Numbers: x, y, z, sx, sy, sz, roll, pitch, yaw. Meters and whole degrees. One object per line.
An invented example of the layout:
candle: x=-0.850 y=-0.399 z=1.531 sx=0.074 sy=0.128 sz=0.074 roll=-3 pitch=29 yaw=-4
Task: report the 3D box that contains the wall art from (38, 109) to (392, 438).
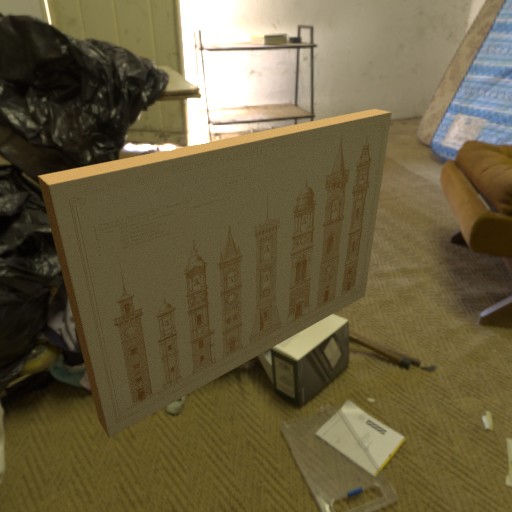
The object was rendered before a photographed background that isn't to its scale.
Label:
wall art: x=0.000 y=0.000 z=0.760 sx=0.609 sy=0.407 sz=0.039 roll=-22 pitch=36 yaw=-33
